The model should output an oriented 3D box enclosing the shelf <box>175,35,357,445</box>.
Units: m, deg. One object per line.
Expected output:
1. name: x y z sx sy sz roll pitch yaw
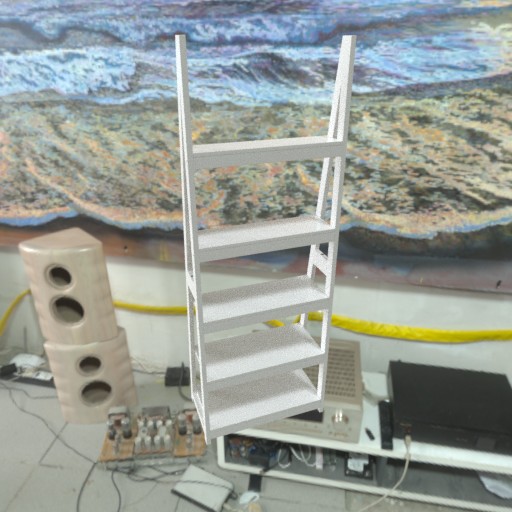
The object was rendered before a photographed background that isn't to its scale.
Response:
1. shelf: 0.000 0.000 1.998 0.636 1.779 0.341 -9 28 -18
